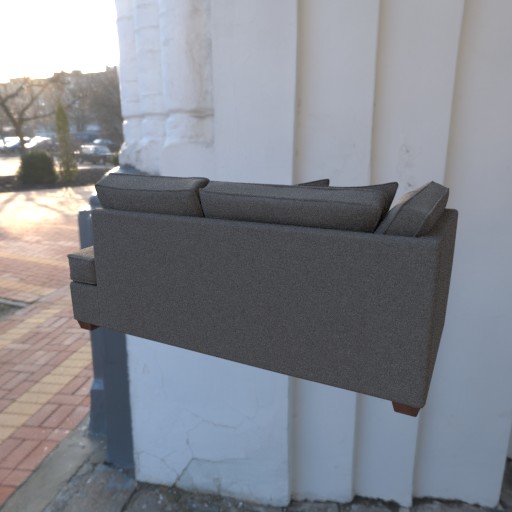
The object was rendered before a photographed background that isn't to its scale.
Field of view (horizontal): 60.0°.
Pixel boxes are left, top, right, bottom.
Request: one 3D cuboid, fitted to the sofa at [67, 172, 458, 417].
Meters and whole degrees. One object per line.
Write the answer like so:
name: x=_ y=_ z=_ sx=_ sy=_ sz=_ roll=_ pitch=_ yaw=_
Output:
sofa: x=0.000 y=0.000 z=2.811 sx=2.237 sy=1.033 sz=1.110 roll=7 pitch=16 yaw=27
